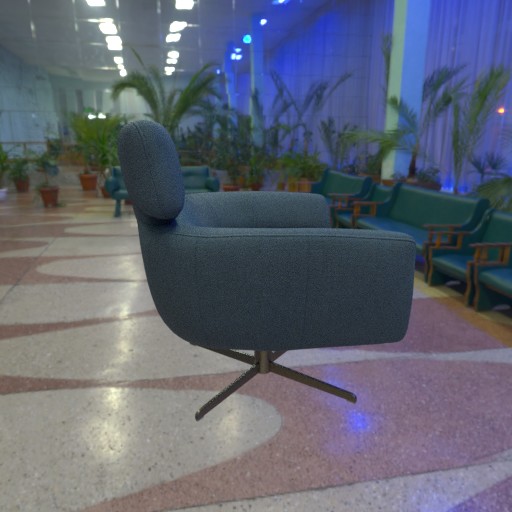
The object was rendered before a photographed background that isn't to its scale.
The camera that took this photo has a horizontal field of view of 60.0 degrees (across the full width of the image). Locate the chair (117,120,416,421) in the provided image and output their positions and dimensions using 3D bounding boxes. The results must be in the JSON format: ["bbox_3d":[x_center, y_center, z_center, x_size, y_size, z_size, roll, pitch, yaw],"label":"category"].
[{"bbox_3d":[0.000,0.000,1.395,0.761,0.813,0.738,-3,16,-10],"label":"chair"}]
